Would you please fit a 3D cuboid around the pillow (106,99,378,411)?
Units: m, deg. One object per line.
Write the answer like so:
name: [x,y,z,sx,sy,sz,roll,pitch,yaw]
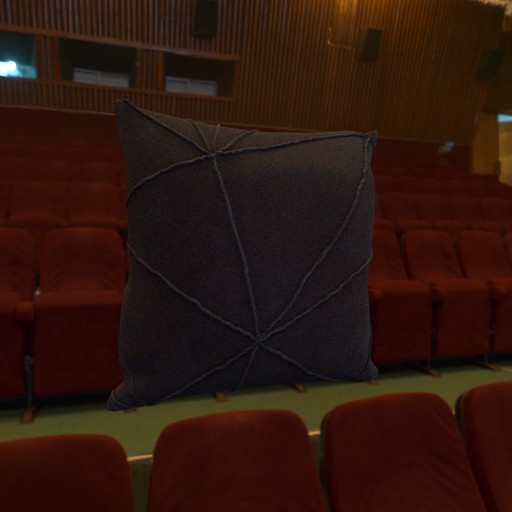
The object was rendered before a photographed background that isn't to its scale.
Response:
pillow: [0.000,0.000,0.685,0.439,0.440,0.183,0,0,-18]
